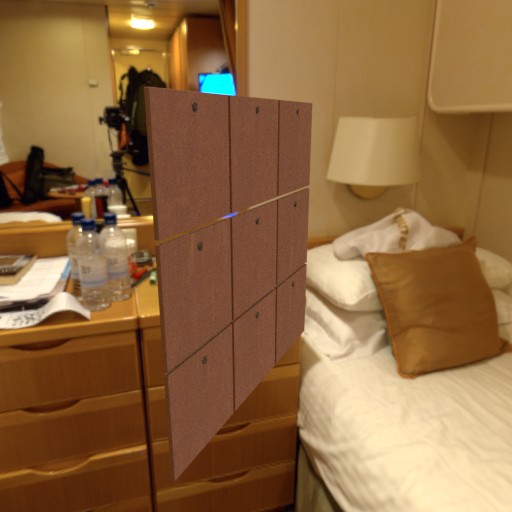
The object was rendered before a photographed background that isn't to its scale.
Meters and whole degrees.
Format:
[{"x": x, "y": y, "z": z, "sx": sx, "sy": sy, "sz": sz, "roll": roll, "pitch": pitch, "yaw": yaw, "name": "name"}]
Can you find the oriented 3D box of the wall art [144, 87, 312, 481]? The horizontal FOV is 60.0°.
[{"x": 0.000, "y": 0.000, "z": 1.354, "sx": 0.018, "sy": 0.913, "sz": 0.915, "roll": 8, "pitch": 19, "yaw": 25, "name": "wall art"}]
